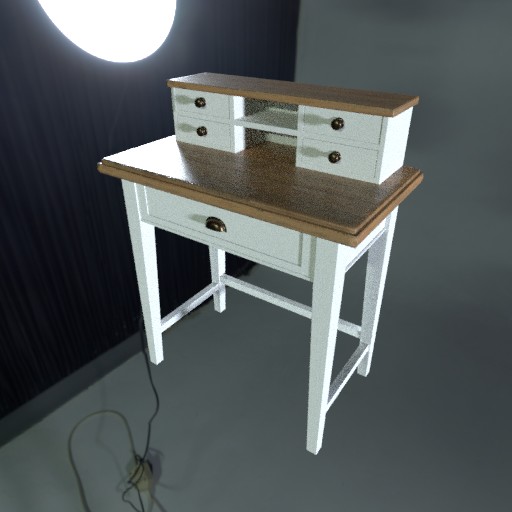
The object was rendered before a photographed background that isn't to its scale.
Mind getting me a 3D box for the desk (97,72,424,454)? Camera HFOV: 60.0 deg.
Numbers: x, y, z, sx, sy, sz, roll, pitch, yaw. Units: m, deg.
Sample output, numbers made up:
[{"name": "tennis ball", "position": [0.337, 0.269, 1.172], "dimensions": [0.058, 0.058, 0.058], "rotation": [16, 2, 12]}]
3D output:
[{"name": "desk", "position": [0.000, 0.000, 1.411], "dimensions": [0.814, 0.981, 0.462], "rotation": [19, 36, 29]}]
